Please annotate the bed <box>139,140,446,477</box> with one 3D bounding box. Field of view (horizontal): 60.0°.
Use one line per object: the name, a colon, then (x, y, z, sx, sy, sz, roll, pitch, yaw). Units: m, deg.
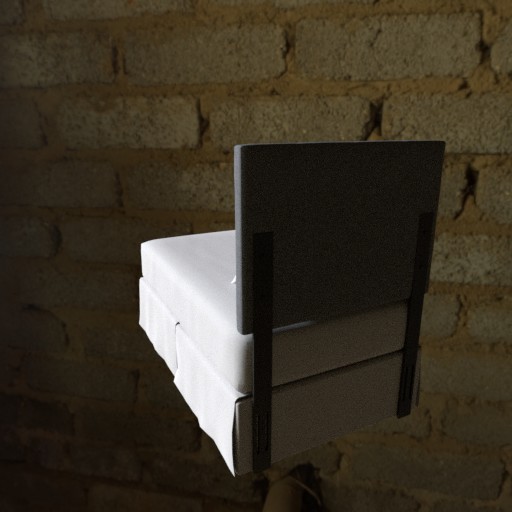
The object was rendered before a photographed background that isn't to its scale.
bed: (0.000, 0.000, 3.011, 1.261, 1.571, 1.997, -8, 18, -26)
